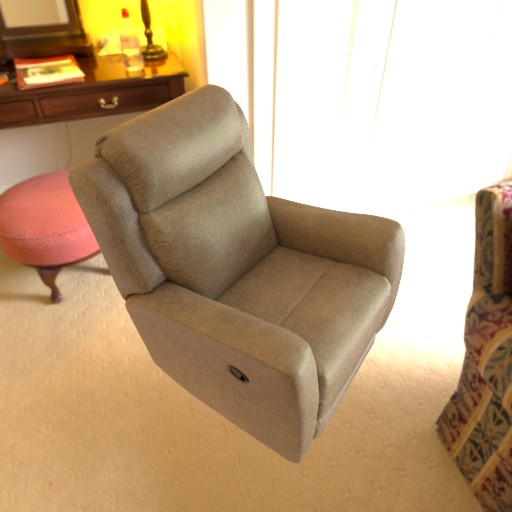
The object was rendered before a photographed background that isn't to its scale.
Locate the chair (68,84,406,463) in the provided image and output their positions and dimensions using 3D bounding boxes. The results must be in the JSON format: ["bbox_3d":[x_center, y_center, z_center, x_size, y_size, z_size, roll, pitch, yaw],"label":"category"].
[{"bbox_3d":[0.000,0.000,1.894,1.068,1.116,0.965,25,47,26],"label":"chair"}]
